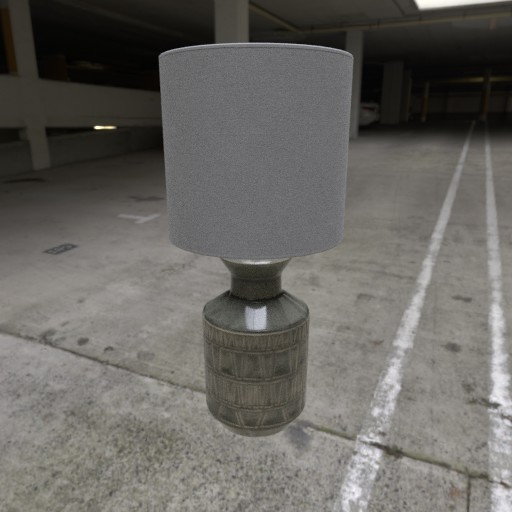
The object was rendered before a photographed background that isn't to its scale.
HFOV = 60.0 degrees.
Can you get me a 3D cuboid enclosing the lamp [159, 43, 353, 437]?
[{"bbox_3d":[0.000,0.000,0.556,0.211,0.455,0.211,8,18,24],"label":"lamp"}]
